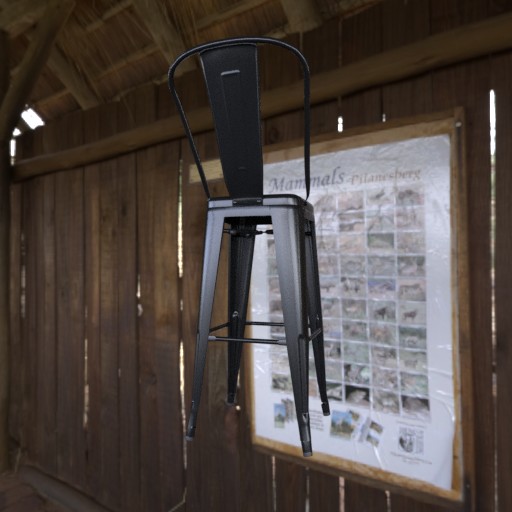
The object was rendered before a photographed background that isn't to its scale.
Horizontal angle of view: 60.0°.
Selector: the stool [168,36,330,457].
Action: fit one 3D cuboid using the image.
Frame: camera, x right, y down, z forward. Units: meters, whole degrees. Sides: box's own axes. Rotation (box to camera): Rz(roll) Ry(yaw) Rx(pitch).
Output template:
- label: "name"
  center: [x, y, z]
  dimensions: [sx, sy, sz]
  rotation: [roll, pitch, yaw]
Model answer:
- label: "stool"
  center: [0.000, 0.000, 1.354]
  dimensions: [0.399, 1.096, 0.513]
  rotation: [0, -1, 18]
